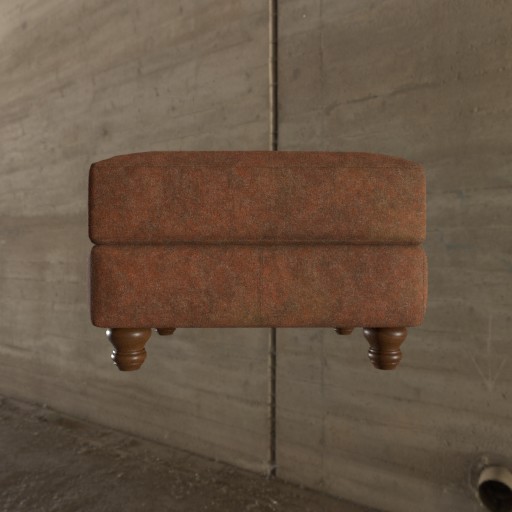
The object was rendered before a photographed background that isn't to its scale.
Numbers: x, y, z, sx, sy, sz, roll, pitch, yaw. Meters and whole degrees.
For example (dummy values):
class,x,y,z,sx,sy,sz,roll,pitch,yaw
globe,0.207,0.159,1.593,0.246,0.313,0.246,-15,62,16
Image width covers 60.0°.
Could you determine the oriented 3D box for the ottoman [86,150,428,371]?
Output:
class,x,y,z,sx,sy,sz,roll,pitch,yaw
ottoman,0.000,0.000,1.223,0.787,0.508,0.635,0,0,-1
